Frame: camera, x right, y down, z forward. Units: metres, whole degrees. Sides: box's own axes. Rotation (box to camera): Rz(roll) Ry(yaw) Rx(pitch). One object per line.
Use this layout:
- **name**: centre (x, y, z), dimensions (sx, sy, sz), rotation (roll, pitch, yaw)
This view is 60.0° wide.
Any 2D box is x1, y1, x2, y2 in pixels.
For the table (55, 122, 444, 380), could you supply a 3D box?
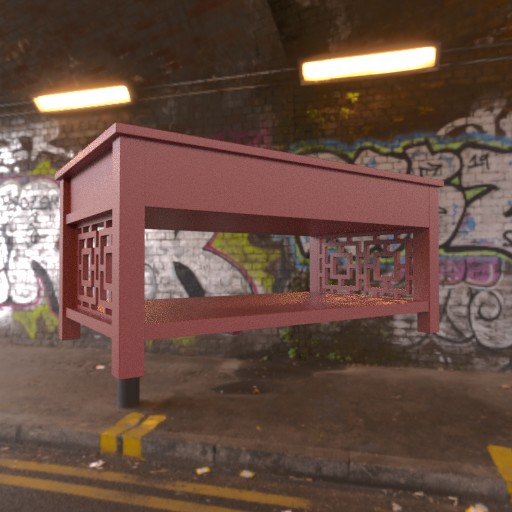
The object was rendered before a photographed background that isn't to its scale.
- **table**: centre (0.000, 0.000, 1.393), dimensions (1.068, 0.493, 0.612), rotation (1, -1, -35)
